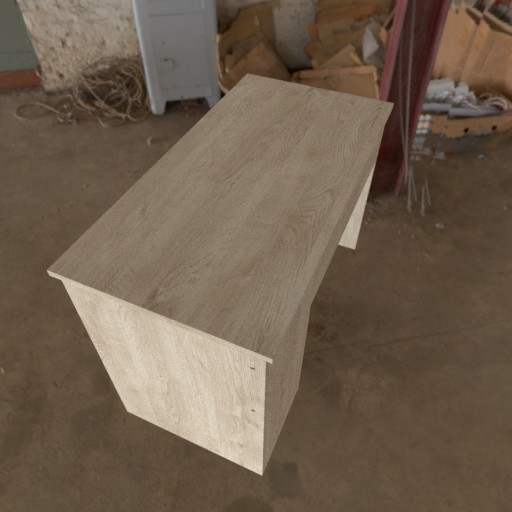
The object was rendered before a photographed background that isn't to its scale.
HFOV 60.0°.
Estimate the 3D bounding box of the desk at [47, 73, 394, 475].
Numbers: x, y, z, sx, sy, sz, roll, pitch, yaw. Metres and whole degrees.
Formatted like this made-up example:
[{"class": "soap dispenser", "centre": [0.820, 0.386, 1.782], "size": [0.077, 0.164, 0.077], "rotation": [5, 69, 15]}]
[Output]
[{"class": "desk", "centre": [0.000, 0.000, 1.543], "size": [0.560, 0.730, 1.096], "rotation": [18, 50, 16]}]
